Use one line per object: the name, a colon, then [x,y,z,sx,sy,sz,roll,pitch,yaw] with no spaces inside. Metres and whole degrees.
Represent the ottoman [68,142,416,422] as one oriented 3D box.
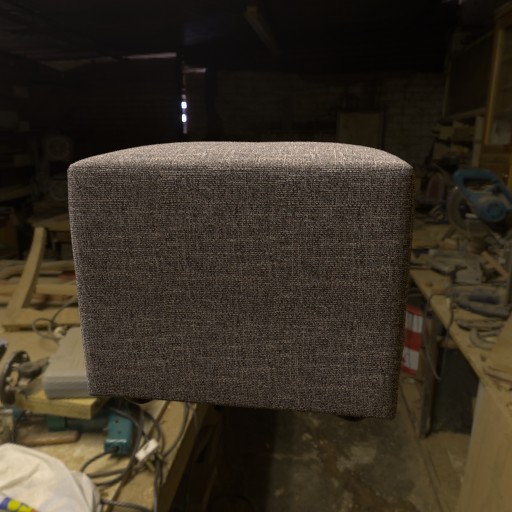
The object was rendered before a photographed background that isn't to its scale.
ottoman: [0.000,0.000,0.908,0.521,0.453,0.512,2,15,8]
